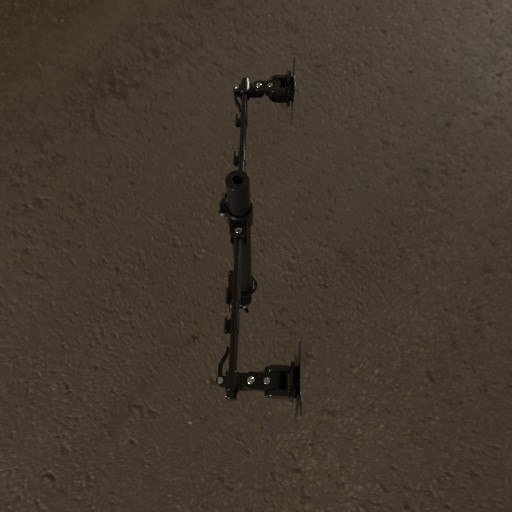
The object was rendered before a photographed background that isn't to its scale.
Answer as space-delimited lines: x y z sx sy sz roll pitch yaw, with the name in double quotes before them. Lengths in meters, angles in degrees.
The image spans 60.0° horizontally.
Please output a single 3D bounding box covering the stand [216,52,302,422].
"stand" 0.000 0.000 1.025 0.150 0.603 0.743 1 65 1
